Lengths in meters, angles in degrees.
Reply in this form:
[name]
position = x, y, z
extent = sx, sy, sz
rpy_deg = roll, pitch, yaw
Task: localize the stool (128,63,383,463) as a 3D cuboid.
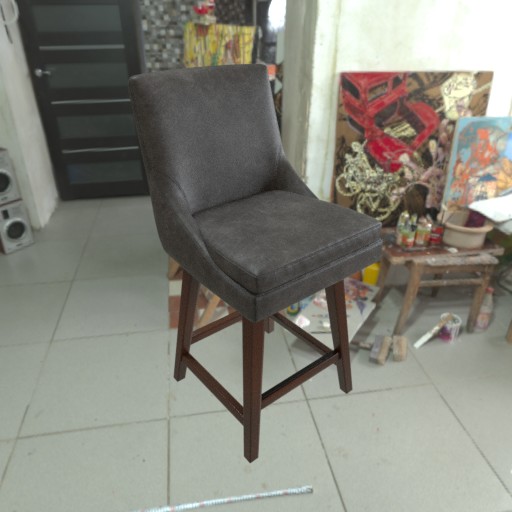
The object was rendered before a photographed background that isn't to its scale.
[stool]
position = 0.000, 0.000, 1.383
extent = 0.492, 1.046, 0.587
rpy_deg = -22, 36, -33
